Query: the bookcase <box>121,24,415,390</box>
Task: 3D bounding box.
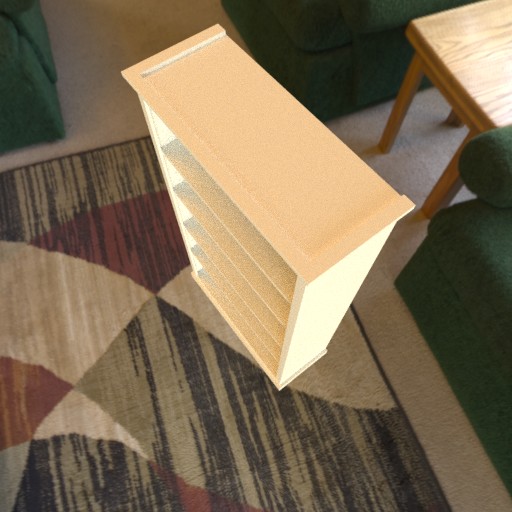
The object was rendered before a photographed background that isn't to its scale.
[{"bbox_3d":[0.000,0.000,2.327,0.432,1.880,1.050,-35,69,-15],"label":"bookcase"}]
